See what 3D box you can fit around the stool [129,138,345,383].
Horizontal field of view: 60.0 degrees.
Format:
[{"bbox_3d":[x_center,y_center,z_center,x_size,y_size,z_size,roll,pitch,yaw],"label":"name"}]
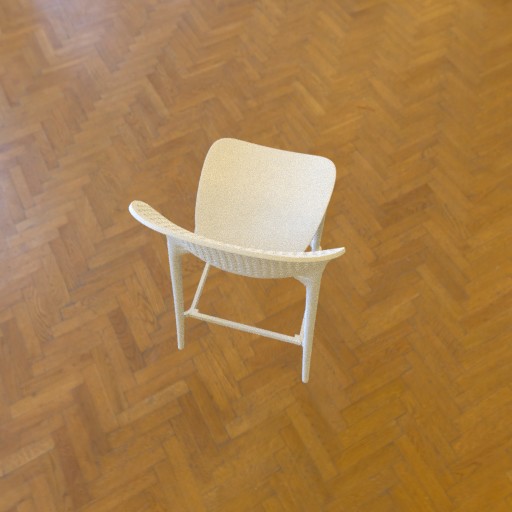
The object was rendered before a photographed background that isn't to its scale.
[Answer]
[{"bbox_3d":[0.000,0.000,1.398,0.536,1.045,0.535,13,63,7],"label":"stool"}]
